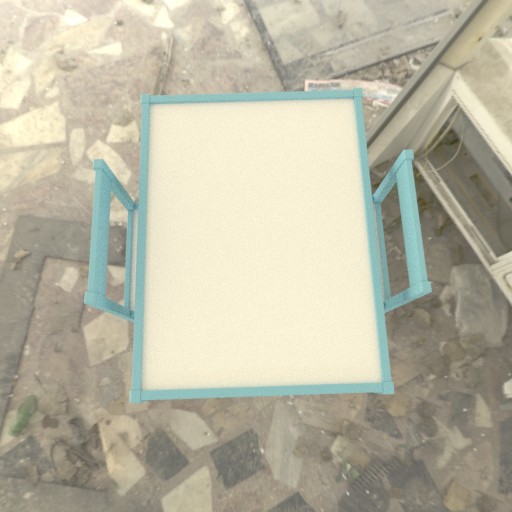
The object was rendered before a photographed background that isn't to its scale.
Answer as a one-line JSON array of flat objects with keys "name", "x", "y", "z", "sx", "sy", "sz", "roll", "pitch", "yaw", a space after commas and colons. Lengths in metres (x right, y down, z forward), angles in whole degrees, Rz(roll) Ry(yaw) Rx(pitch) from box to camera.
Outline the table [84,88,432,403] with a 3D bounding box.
[{"name": "table", "x": 0.000, "y": 0.000, "z": 1.079, "sx": 0.633, "sy": 0.503, "sz": 0.639, "roll": -2, "pitch": 75, "yaw": 0}]
